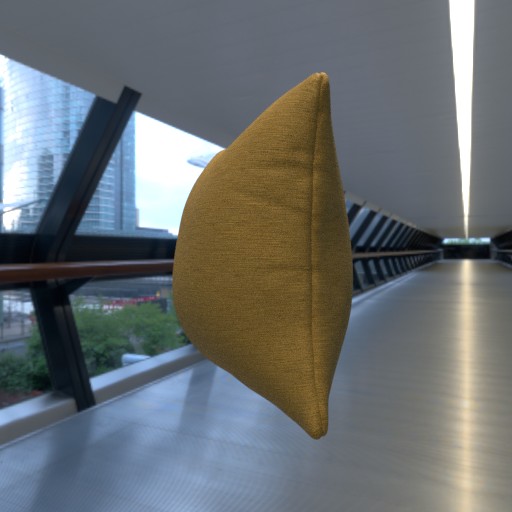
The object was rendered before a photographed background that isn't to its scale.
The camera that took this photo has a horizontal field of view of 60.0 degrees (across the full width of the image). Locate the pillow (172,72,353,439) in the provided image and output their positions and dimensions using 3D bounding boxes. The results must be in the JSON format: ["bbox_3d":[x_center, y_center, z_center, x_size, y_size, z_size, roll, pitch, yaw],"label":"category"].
[{"bbox_3d":[0.000,0.000,0.696,0.247,0.417,0.435,0,0,-20],"label":"pillow"}]
